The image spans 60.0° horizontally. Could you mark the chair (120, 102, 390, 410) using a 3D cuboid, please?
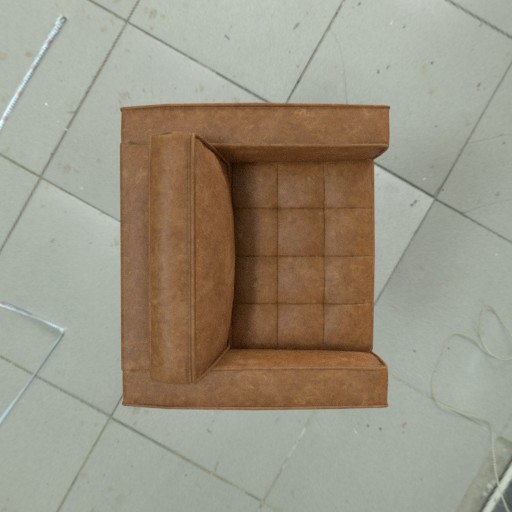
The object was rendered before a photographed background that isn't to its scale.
[{"bbox_3d":[0.000,0.000,1.484,0.798,0.767,0.928,0,91,0],"label":"chair"}]
